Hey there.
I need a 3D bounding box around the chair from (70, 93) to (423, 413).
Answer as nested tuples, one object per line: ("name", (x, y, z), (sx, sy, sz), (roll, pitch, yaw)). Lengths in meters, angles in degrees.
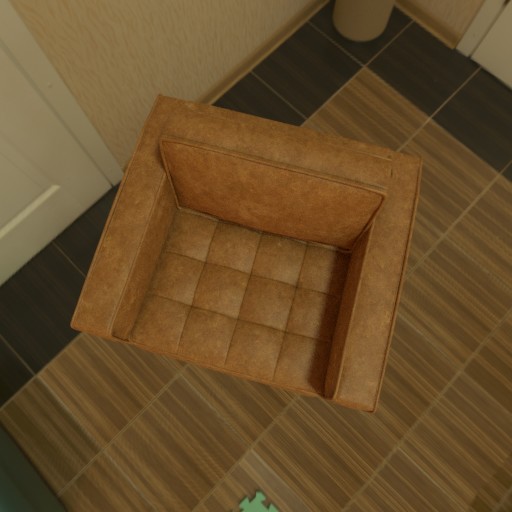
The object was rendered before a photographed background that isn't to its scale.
("chair", (0.000, 0.000, 1.505), (0.928, 0.767, 0.798), (15, 76, 4))
